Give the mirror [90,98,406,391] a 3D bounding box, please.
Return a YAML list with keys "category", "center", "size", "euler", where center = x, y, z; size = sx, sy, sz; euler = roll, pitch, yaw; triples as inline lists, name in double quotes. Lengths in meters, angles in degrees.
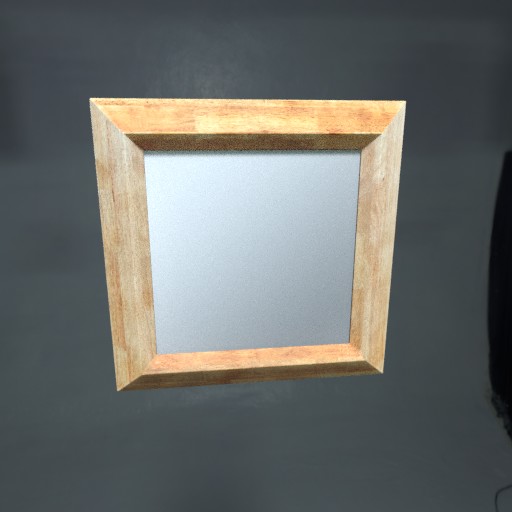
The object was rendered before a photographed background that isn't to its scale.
- category: "mirror"
  center: [0.000, 0.000, 0.971]
  size: [0.651, 0.651, 0.047]
  euler: [-2, 16, -7]
